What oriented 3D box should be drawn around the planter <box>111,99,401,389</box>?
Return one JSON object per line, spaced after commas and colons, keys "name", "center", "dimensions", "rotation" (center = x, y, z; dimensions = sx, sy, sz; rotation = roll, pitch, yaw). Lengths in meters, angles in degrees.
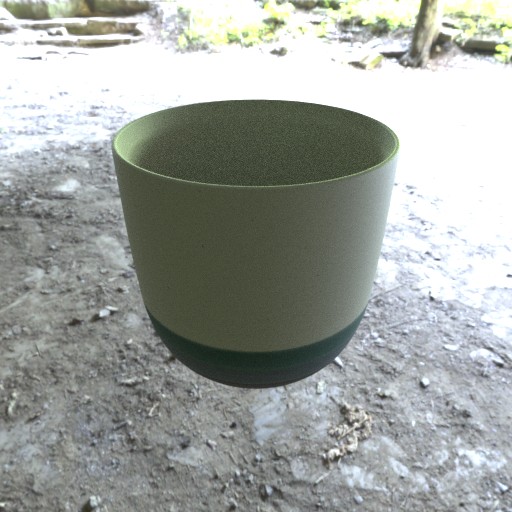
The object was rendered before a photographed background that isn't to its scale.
{"name": "planter", "center": [0.000, 0.000, 0.380], "dimensions": [0.204, 0.214, 0.204], "rotation": [0, 32, 0]}
